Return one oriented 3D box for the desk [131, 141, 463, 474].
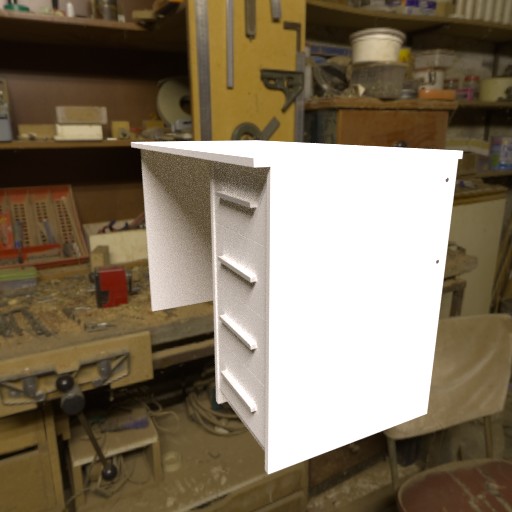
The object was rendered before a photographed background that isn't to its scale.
[{"bbox_3d":[0.000,0.000,1.510,0.560,0.730,1.096,-8,18,-26],"label":"desk"}]
